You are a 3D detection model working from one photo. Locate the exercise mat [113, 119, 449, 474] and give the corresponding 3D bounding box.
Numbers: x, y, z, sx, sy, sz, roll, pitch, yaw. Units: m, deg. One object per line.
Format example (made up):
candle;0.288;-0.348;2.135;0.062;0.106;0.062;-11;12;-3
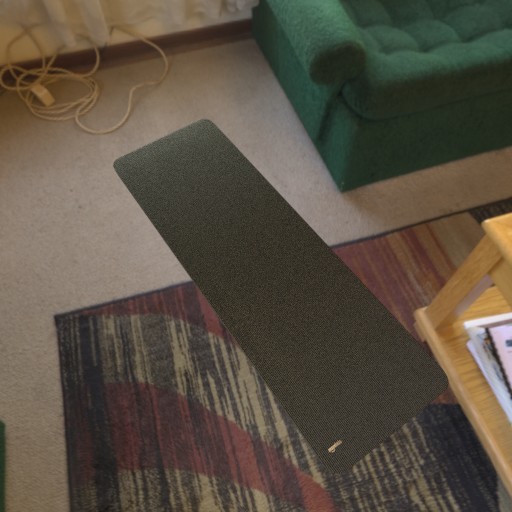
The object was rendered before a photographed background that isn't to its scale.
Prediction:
exercise mat;0.000;0.000;2.065;0.616;0.021;1.869;-31;63;-17
